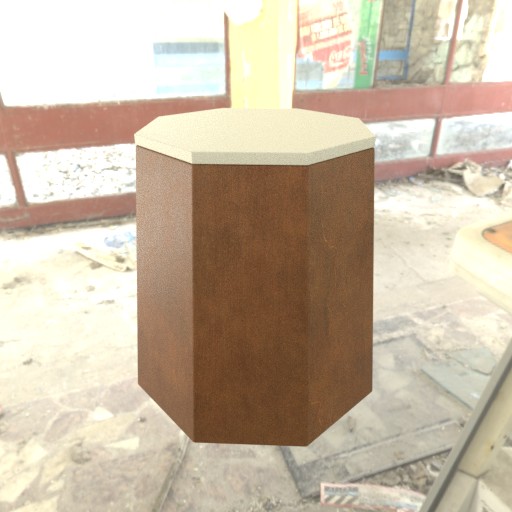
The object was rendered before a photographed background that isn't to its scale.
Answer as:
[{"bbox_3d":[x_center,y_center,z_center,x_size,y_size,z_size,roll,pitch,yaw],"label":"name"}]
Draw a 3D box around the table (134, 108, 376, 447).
[{"bbox_3d":[0.000,0.000,0.795,0.439,0.457,0.439,0,27,1],"label":"table"}]
